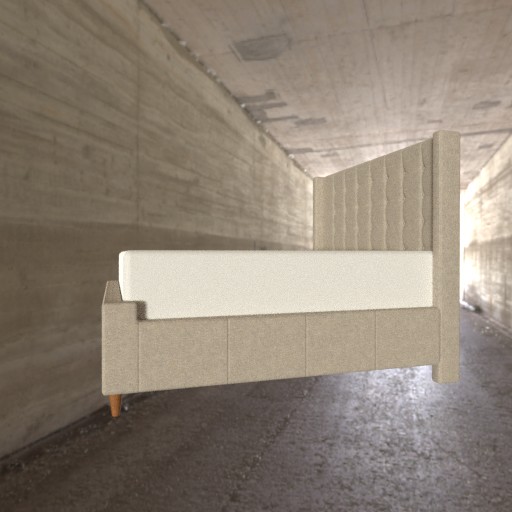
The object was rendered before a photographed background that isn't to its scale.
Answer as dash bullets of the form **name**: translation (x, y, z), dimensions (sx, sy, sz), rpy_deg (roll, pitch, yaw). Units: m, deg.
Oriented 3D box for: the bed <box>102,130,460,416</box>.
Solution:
- **bed**: translation (0.000, 0.000, 3.677), dimensions (2.370, 1.743, 2.045), rpy_deg (0, 0, -18)
